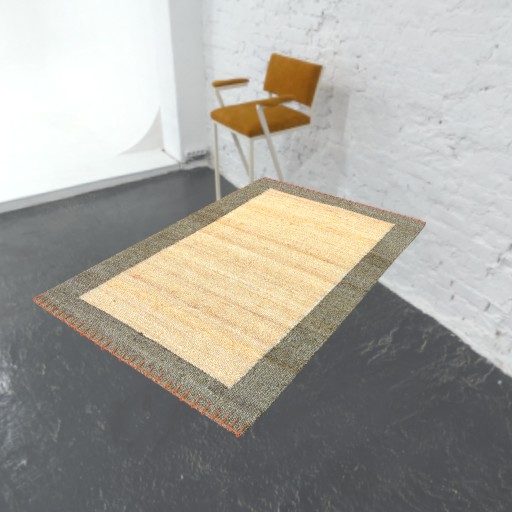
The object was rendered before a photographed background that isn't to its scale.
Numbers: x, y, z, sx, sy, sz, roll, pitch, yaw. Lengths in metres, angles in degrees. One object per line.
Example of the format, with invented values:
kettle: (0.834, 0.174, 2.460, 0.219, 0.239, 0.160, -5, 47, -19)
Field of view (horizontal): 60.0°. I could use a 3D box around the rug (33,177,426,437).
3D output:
rug: (0.000, 0.000, 2.335, 1.220, 0.019, 1.838, 21, 38, 30)
